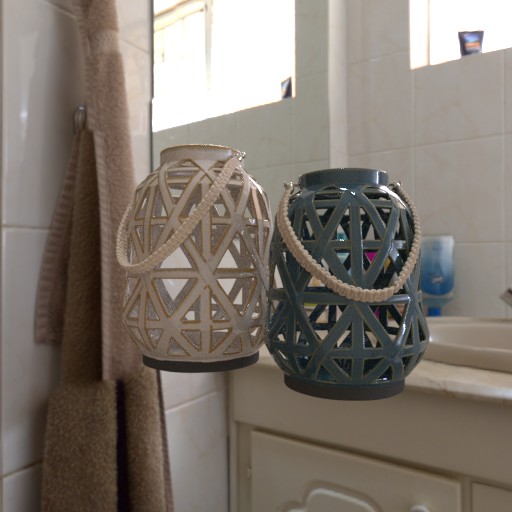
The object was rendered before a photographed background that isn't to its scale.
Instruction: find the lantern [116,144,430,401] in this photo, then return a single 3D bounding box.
[{"bbox_3d":[0.000,0.000,0.601,0.439,0.307,0.245,-1,-1,35],"label":"lantern"}]
